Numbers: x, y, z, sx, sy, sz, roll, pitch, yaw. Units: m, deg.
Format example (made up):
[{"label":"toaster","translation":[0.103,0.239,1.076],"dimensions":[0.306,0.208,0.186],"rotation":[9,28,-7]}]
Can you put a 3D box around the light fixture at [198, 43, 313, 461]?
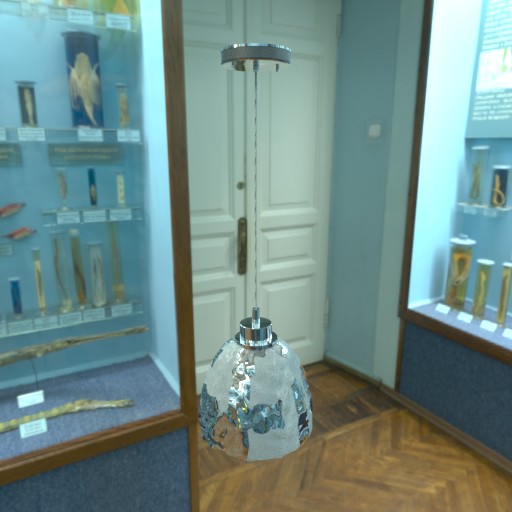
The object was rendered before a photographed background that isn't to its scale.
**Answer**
[{"label":"light fixture","translation":[0.000,0.000,1.767],"dimensions":[0.496,1.511,0.500],"rotation":[-7,15,-26]}]
